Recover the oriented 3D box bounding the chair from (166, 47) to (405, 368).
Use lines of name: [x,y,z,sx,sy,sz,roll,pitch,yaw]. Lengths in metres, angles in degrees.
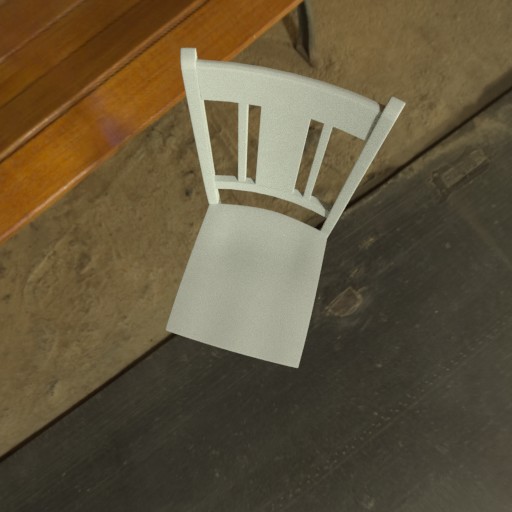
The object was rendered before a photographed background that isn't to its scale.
chair: [0.000,0.000,1.286,0.450,0.998,0.555,15,77,4]
